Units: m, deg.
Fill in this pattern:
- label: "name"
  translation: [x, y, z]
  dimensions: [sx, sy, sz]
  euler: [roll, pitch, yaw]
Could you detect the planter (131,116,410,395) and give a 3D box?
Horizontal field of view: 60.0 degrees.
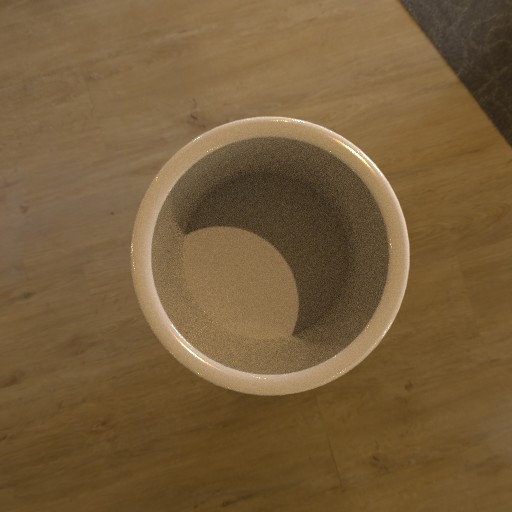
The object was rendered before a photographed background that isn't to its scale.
- label: "planter"
  translation: [0.000, 0.000, 0.655]
  dimensions: [0.308, 0.431, 0.307]
  euler: [0, 90, 0]
